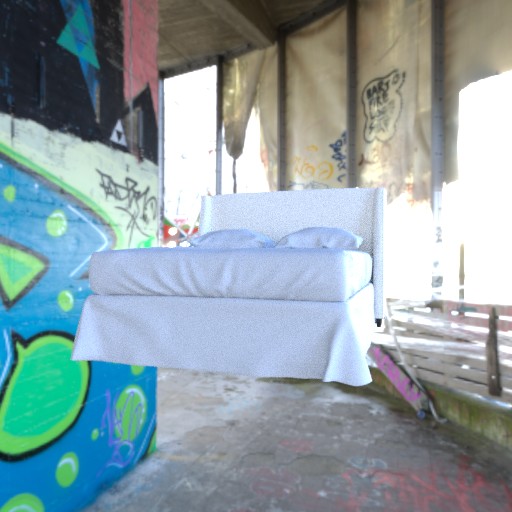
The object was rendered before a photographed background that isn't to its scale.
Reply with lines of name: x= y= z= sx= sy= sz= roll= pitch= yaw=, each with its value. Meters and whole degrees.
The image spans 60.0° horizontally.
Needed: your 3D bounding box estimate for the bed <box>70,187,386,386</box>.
bed: x=0.000 y=0.000 z=3.533 sx=1.925 sy=1.332 sz=2.276 roll=0 pitch=0 yaw=18
